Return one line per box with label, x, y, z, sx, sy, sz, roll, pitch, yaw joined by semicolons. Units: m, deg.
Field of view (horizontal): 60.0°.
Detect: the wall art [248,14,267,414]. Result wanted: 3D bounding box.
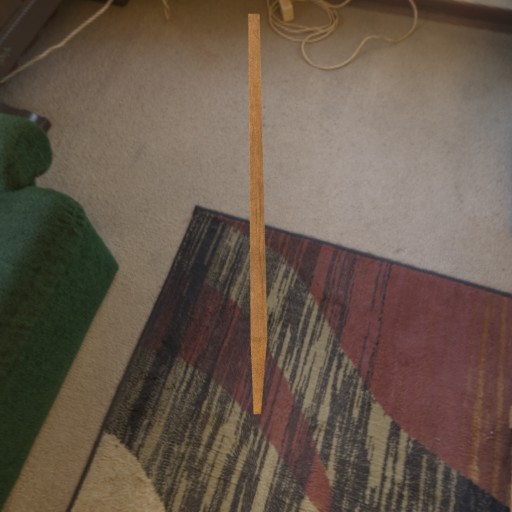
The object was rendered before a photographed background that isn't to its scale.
wall art;0.000;0.000;0.905;0.018;0.686;0.534;-1;64;0
